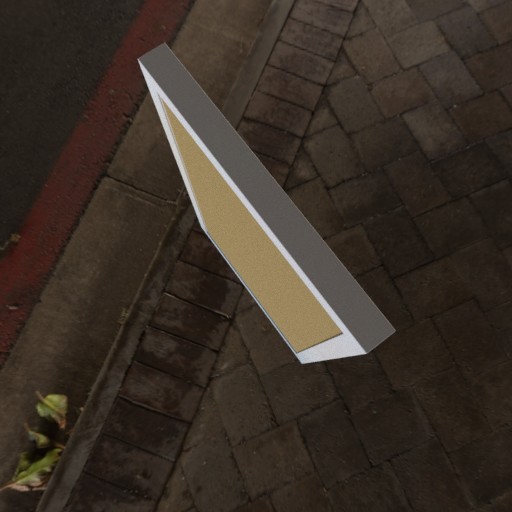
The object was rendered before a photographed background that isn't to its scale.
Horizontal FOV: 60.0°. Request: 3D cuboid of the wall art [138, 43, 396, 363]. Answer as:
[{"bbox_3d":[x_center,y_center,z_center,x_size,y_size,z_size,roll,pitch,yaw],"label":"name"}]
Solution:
[{"bbox_3d":[0.000,0.000,0.763,0.038,0.611,0.408,-35,78,-9],"label":"wall art"}]
